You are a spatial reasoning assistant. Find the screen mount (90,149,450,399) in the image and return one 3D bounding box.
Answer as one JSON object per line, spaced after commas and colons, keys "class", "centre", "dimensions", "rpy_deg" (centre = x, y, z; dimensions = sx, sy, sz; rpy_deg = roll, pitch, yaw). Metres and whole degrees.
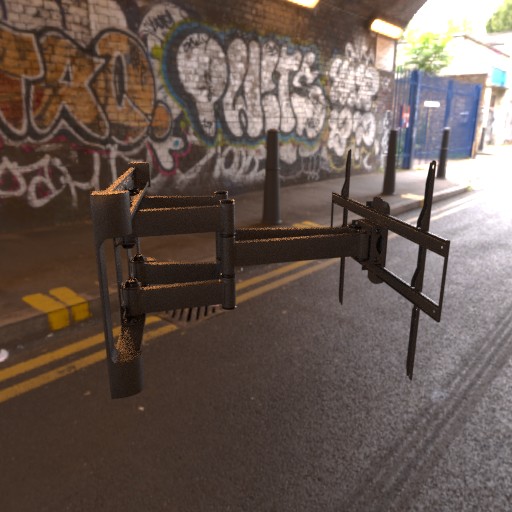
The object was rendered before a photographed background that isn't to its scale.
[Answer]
{"class": "screen mount", "centre": [0.000, 0.000, 1.102], "dimensions": [0.644, 0.491, 0.661], "rpy_deg": [-3, 17, -9]}
